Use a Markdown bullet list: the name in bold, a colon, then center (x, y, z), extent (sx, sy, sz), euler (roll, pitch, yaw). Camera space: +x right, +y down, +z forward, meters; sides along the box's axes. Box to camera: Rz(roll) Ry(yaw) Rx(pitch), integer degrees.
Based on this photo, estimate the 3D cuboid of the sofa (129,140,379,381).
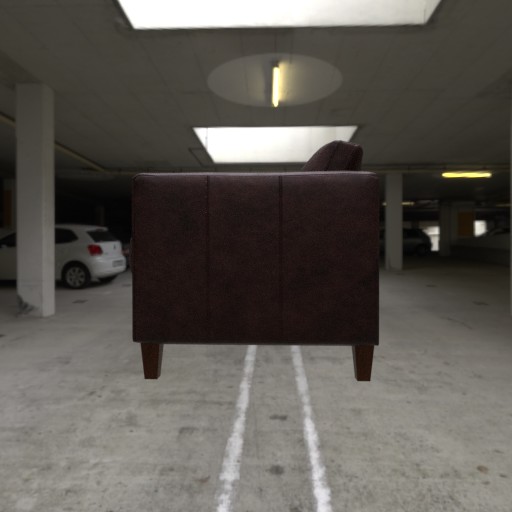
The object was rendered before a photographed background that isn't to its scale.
- **sofa**: center (0.000, 0.000, 2.936), extent (1.045, 1.006, 2.464), euler (0, 0, 2)
